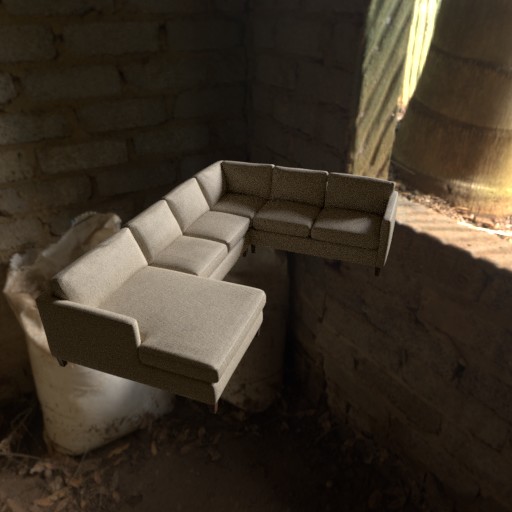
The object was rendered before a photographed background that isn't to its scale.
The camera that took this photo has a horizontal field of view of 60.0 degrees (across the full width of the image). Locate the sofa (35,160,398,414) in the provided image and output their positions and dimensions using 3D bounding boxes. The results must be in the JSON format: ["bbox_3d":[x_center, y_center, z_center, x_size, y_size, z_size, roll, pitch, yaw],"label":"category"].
[{"bbox_3d":[0.000,0.000,4.685,2.593,0.959,3.460,11,32,18],"label":"sofa"}]
